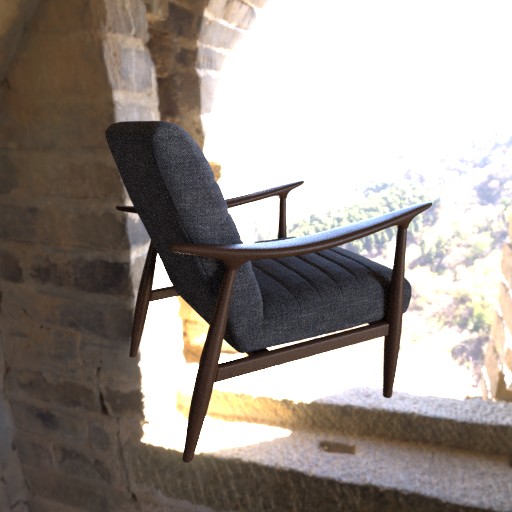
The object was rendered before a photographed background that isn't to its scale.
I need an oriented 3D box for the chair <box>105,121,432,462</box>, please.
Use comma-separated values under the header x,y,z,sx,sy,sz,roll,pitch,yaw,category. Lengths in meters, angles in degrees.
x,y,z,sx,sy,sz,roll,pitch,yaw,category
0.000,0.000,1.435,0.798,0.832,0.741,-8,18,-27,chair
